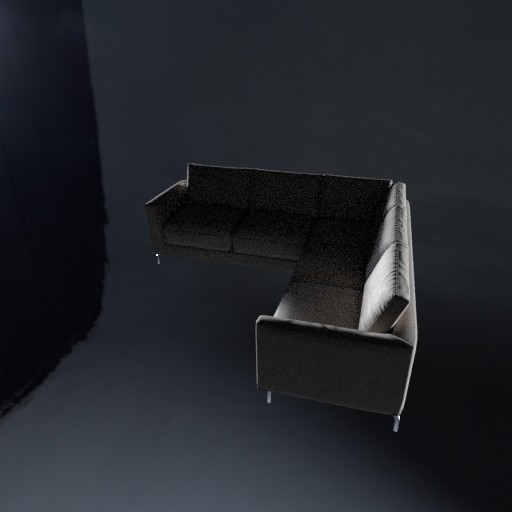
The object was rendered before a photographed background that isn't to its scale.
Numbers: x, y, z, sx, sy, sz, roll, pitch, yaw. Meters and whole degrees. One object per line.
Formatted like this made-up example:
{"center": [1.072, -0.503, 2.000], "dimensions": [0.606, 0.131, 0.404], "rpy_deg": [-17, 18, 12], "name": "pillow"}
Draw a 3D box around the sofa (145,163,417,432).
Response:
{"center": [0.000, 0.000, 3.694], "dimensions": [2.438, 0.864, 2.438], "rpy_deg": [7, 27, 14], "name": "sofa"}
